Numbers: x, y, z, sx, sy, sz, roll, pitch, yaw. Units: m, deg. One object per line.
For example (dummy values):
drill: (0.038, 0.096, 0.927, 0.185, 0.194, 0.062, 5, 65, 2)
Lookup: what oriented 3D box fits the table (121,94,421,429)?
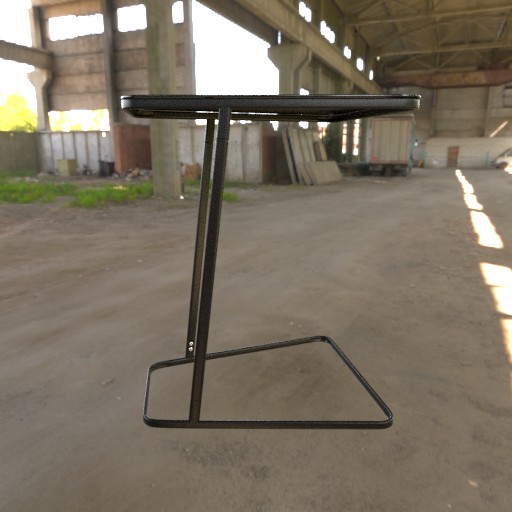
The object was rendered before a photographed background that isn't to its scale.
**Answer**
table: (0.000, 0.000, 0.959, 0.500, 0.624, 0.427, -2, 14, -10)
